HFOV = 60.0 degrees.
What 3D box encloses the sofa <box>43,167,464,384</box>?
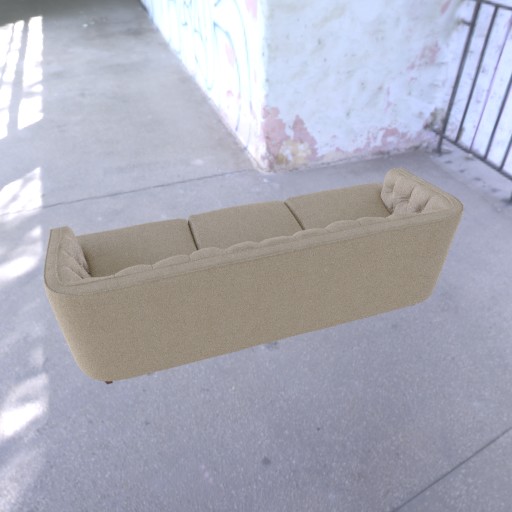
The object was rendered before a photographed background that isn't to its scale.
[{"bbox_3d":[0.000,0.000,2.683,2.235,0.788,0.913,-12,42,-13],"label":"sofa"}]
